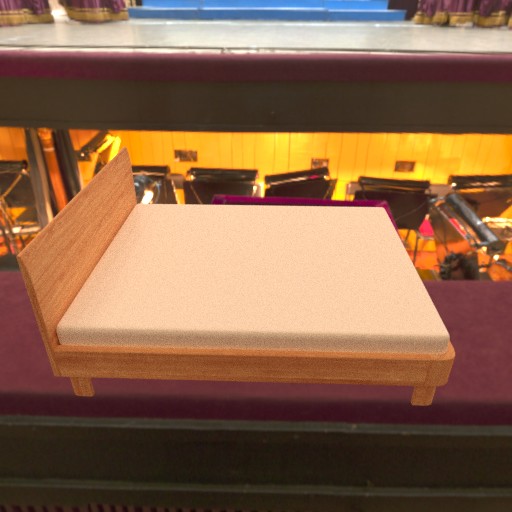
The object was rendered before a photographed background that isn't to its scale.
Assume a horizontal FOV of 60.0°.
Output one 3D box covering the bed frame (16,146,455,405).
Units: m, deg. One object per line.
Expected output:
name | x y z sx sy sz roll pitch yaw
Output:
bed frame | 0.000 0.000 2.904 2.092 0.940 1.660 1 31 2
